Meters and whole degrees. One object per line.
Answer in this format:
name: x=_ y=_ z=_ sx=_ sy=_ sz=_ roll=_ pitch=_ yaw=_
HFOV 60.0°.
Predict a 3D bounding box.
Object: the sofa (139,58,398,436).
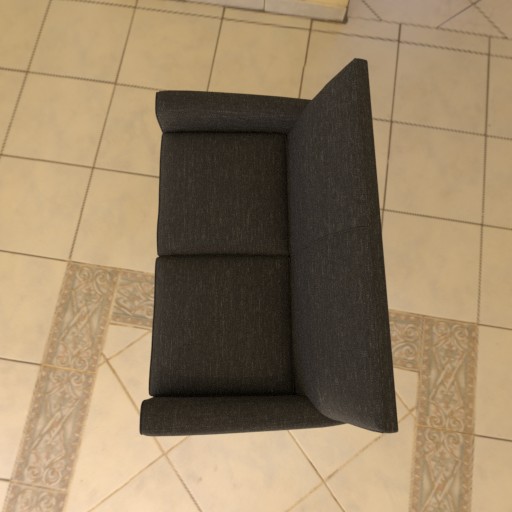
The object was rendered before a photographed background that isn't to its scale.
sofa: x=0.000 y=0.000 z=1.933 sx=0.875 sy=0.846 sz=1.420 roll=-1 pitch=76 yaw=0
